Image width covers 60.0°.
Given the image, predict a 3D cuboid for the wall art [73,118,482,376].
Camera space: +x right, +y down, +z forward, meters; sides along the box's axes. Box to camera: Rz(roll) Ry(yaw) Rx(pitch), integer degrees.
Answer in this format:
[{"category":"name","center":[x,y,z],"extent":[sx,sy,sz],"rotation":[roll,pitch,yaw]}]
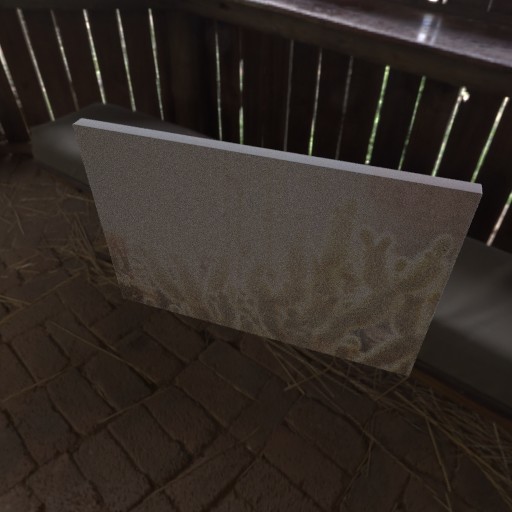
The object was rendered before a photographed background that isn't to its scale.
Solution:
[{"category":"wall art","center":[0.000,0.000,1.163],"extent":[0.916,0.608,0.040],"rotation":[13,43,14]}]
